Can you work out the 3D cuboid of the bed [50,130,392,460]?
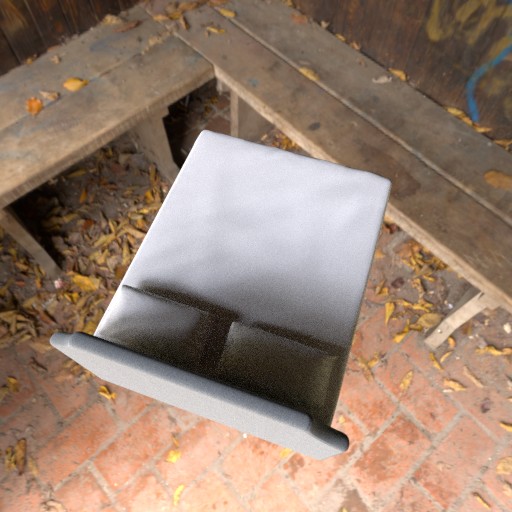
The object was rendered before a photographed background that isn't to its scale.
[{"bbox_3d":[0.000,0.000,3.287,1.811,1.296,2.259,17,64,9],"label":"bed"}]
